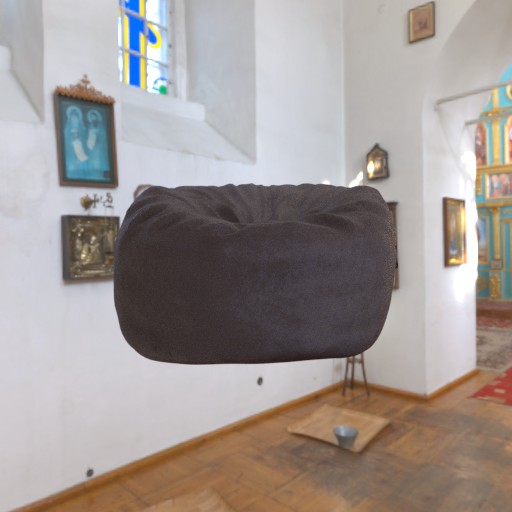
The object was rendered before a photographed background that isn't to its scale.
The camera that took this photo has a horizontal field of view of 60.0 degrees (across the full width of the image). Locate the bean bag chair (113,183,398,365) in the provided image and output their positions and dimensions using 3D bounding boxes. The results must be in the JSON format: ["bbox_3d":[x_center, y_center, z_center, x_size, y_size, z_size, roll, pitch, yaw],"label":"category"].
[{"bbox_3d":[0.000,0.000,2.043,1.245,0.821,1.245,0,-1,0],"label":"bean bag chair"}]
